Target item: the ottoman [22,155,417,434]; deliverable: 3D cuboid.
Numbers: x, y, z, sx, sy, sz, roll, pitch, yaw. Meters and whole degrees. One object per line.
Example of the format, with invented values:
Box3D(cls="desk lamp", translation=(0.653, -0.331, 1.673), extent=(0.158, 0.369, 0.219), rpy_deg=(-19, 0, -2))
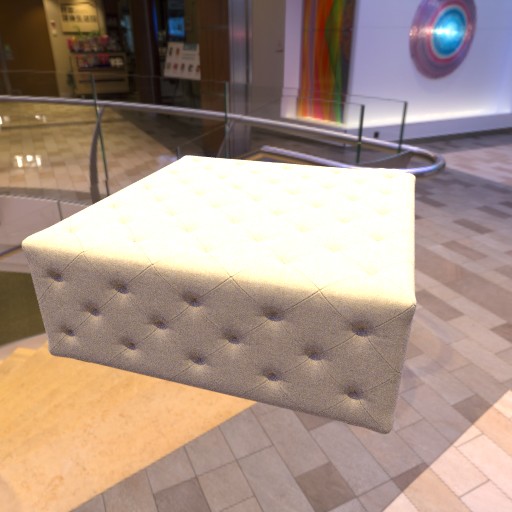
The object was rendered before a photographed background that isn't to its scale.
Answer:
Box3D(cls="ottoman", translation=(0.000, 0.000, 1.579), extent=(1.028, 0.439, 1.028), rpy_deg=(8, 27, 16))
